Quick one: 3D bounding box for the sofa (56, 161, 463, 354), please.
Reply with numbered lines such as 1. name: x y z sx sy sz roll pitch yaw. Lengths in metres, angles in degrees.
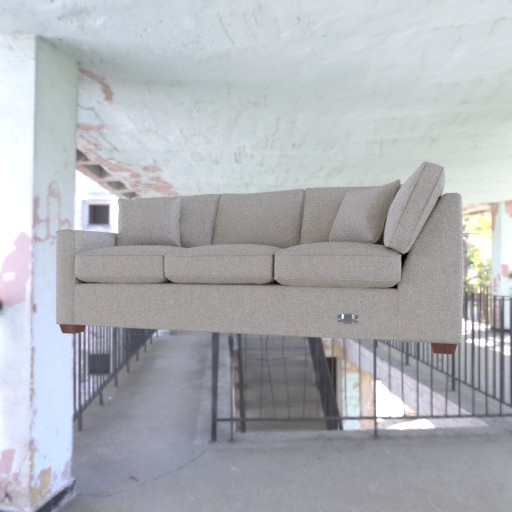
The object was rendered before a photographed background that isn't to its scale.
1. sofa: 0.000 0.000 2.848 2.317 0.962 1.061 0 -1 17
